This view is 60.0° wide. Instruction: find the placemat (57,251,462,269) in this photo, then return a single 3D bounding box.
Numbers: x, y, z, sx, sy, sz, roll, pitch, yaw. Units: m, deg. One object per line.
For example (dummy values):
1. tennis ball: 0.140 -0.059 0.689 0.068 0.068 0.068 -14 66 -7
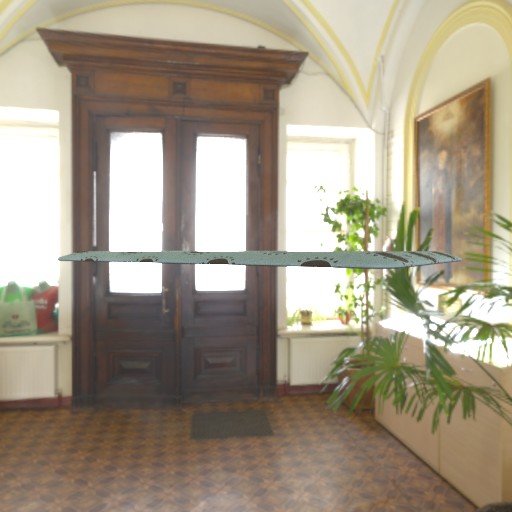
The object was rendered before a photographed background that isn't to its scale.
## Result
1. placemat: 0.000 0.000 0.976 0.762 0.021 0.508 1 1 34
